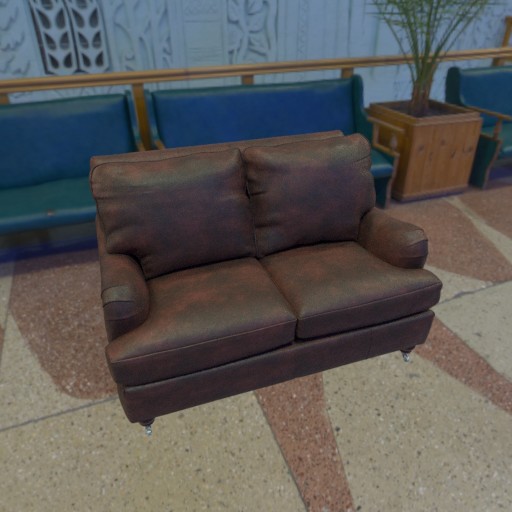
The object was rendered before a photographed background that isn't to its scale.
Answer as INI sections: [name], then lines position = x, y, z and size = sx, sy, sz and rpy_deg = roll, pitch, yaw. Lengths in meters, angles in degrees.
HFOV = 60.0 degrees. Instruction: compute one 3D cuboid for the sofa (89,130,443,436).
[sofa]
position = 0.000, 0.000, 2.384
size = 1.628, 1.070, 1.148
rpy_deg = -11, 34, -16
